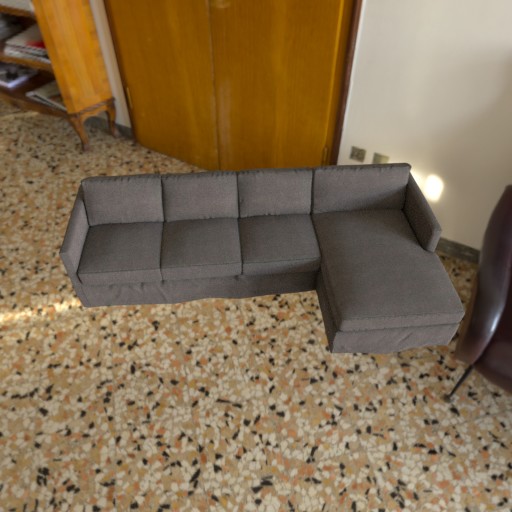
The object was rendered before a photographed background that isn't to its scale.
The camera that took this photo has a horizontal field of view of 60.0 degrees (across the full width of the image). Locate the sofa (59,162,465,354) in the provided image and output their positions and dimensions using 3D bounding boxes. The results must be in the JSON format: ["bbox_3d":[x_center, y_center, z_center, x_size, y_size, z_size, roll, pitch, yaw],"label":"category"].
[{"bbox_3d":[0.000,0.000,3.896,3.205,0.922,1.650,-4,46,-3],"label":"sofa"}]
